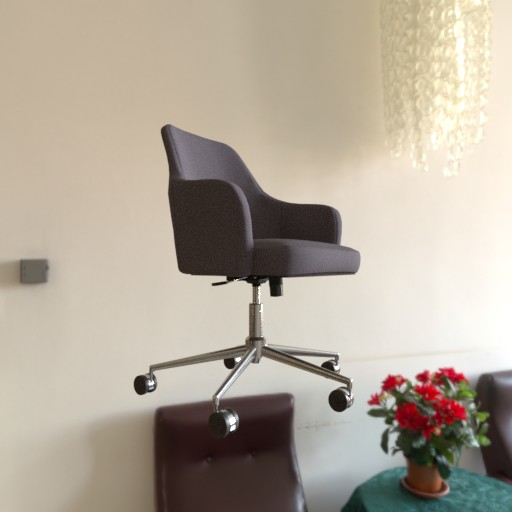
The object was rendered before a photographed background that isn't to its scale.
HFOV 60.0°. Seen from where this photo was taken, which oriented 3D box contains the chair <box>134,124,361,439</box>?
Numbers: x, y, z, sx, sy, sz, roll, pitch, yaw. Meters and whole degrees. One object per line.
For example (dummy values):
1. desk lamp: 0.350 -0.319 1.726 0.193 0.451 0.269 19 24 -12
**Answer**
1. chair: 0.000 0.000 1.326 0.600 0.820 0.655 -1 -1 35
